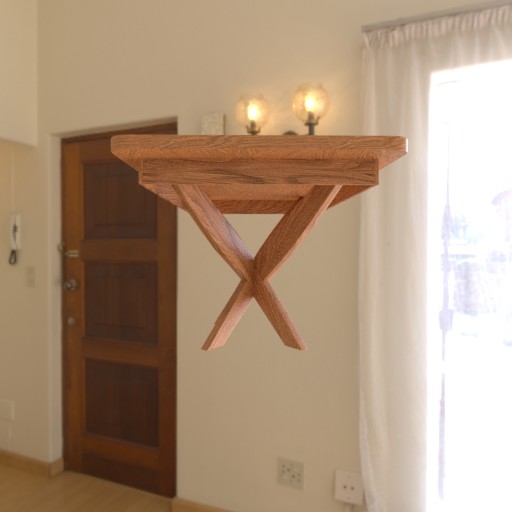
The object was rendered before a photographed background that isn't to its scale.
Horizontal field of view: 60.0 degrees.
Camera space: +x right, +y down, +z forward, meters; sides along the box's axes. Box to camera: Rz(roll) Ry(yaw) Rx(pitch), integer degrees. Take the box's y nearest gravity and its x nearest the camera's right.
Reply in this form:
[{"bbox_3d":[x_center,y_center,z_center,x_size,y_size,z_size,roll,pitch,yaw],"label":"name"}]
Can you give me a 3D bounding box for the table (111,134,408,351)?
[{"bbox_3d":[0.000,0.000,2.167,0.950,0.770,1.600,0,1,-1],"label":"table"}]
